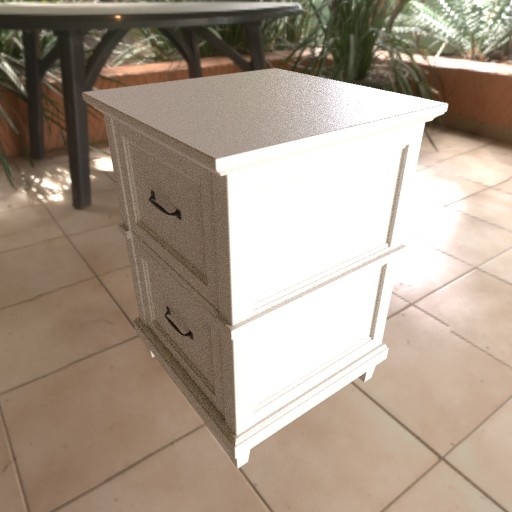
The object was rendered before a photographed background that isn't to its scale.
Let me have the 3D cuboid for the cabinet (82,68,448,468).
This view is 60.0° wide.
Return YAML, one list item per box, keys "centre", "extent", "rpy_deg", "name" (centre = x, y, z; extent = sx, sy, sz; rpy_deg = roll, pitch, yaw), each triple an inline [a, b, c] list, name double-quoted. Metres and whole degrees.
- centre: [0.000, 0.000, 1.126]
  extent: [0.547, 0.775, 0.544]
  rpy_deg: [-21, 38, -31]
  name: "cabinet"
